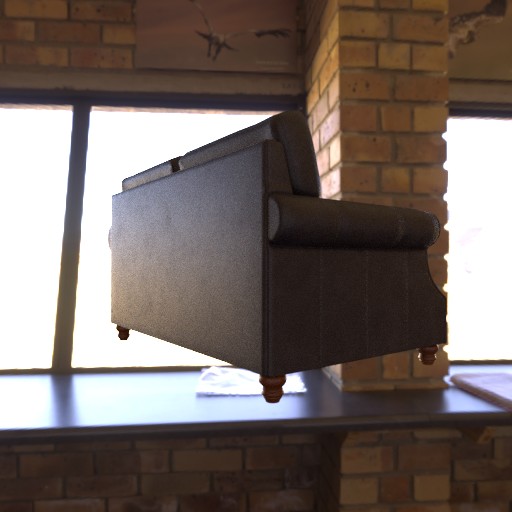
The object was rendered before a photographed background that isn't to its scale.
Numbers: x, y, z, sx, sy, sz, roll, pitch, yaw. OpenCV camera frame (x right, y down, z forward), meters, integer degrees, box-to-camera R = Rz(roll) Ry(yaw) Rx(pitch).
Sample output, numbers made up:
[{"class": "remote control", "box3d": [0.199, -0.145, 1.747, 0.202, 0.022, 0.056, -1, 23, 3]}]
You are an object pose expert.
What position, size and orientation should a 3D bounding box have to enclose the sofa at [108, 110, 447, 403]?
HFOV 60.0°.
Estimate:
[{"class": "sofa", "box3d": [0.000, 0.000, 2.299, 1.030, 0.979, 1.663, 0, -1, -36]}]
